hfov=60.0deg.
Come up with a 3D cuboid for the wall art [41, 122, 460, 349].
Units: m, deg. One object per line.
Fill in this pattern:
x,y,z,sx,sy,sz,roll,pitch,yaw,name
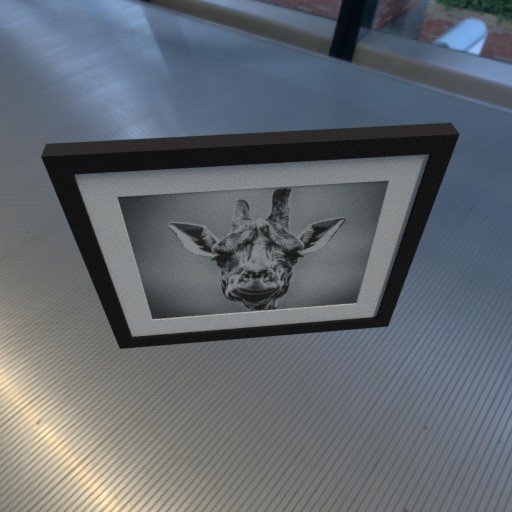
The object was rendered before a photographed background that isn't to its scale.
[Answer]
0.000,0.000,0.763,0.558,0.457,0.031,-4,46,-4,wall art
